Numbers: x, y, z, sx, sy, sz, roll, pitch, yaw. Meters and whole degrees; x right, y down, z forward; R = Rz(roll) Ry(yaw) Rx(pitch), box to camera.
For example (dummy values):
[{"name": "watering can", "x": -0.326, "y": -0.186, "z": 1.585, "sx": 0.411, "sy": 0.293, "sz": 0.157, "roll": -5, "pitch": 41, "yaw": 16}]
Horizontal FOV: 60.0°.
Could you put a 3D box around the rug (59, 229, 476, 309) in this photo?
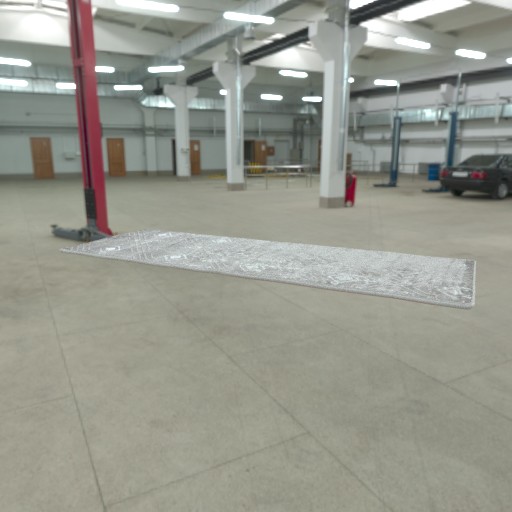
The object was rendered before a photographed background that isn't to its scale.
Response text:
[{"name": "rug", "x": 0.000, "y": 0.000, "z": 2.668, "sx": 2.381, "sy": 0.035, "sz": 0.832, "roll": 6, "pitch": 15, "yaw": 25}]
